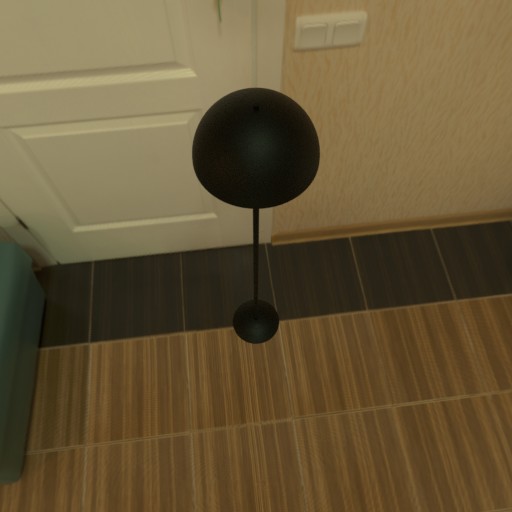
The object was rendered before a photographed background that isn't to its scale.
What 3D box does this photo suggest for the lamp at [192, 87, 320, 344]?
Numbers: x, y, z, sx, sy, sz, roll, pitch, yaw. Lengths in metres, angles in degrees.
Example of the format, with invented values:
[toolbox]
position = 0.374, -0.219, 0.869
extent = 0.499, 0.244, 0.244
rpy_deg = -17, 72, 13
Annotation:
[lamp]
position = 0.000, 0.000, 1.648
extent = 0.328, 1.480, 0.328
rpy_deg = -33, 67, -16
